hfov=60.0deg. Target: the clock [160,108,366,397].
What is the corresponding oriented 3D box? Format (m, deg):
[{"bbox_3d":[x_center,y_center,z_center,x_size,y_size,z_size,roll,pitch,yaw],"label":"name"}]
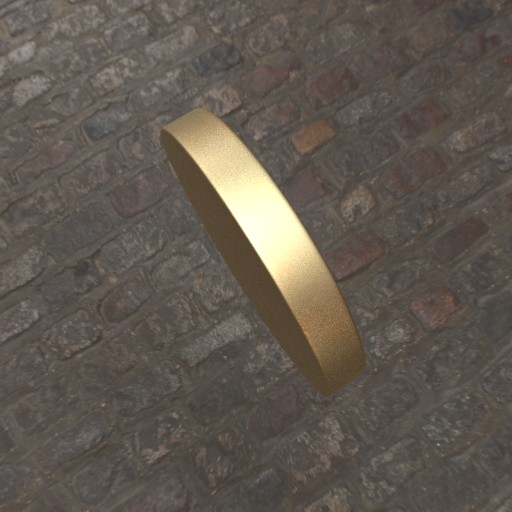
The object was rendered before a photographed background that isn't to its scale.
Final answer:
[{"bbox_3d":[0.000,0.000,0.467,0.040,0.314,0.314,-32,78,-8],"label":"clock"}]
